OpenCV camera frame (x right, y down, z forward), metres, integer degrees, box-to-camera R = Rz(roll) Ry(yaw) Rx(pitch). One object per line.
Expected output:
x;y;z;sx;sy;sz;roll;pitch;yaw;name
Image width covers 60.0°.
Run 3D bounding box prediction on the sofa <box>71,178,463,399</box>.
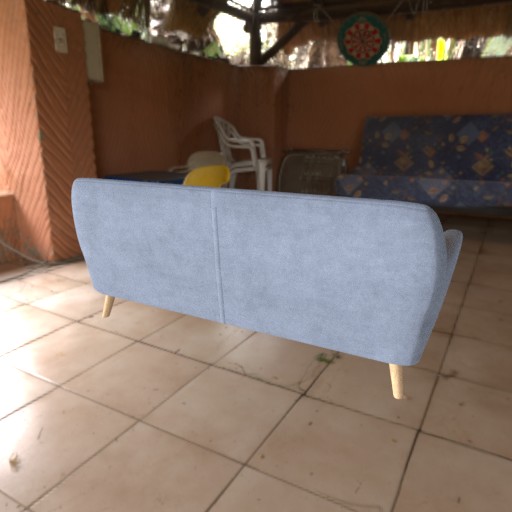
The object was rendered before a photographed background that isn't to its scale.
0.000;0.000;2.400;1.970;0.830;0.830;9;18;28;sofa
